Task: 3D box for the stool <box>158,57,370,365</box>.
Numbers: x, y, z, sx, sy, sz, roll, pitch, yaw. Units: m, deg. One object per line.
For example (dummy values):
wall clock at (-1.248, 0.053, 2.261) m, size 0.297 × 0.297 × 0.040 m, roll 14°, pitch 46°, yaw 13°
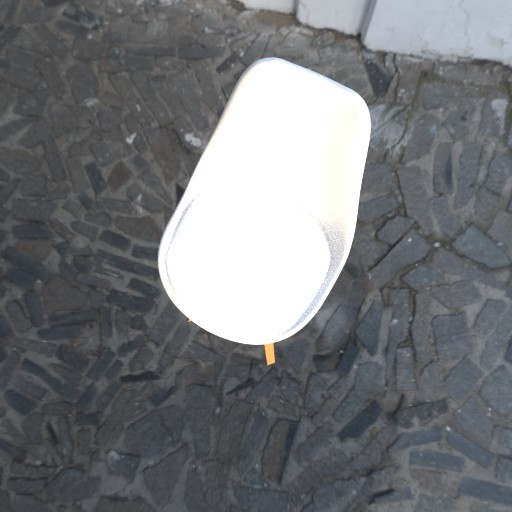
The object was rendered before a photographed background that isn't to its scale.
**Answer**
stool at (0.000, 0.000, 1.373) m, size 0.482 × 1.115 × 0.549 m, roll 27°, pitch 77°, yaw 7°
